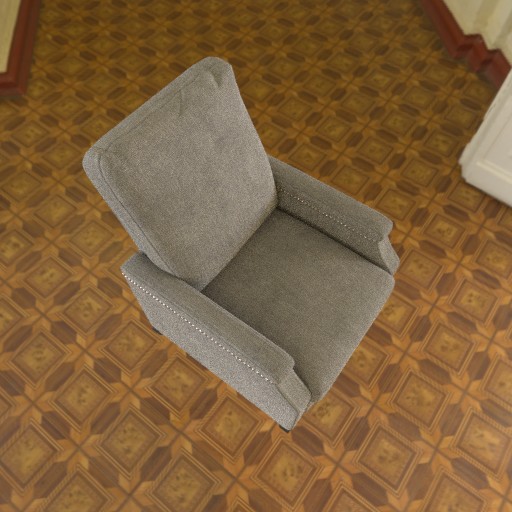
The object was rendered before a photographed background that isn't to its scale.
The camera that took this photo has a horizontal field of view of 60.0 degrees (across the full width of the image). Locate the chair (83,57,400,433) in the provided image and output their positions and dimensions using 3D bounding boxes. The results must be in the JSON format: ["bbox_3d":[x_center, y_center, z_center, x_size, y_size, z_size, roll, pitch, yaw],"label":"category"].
[{"bbox_3d":[0.000,0.000,1.600,0.922,1.049,0.710,33,65,18],"label":"chair"}]
